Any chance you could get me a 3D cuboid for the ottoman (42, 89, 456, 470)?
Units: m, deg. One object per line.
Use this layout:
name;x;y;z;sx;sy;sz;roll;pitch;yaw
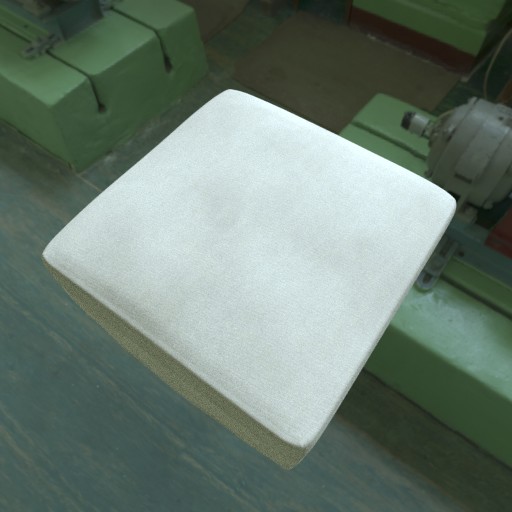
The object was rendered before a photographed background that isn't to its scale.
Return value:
ottoman;0.000;0.000;1.326;0.843;0.441;0.842;32;64;18
